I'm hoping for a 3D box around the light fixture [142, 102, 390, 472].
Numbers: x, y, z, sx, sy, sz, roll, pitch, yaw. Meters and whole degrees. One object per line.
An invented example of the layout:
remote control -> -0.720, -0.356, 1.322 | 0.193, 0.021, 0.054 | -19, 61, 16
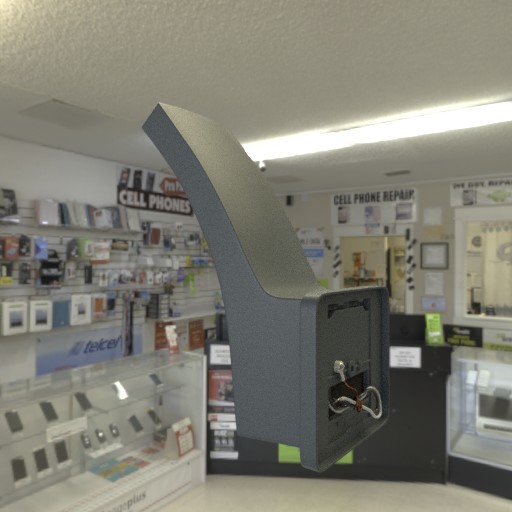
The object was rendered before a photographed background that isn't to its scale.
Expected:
light fixture -> 0.000, 0.000, 0.334 | 0.174, 0.243, 0.108 | -1, -1, 37
